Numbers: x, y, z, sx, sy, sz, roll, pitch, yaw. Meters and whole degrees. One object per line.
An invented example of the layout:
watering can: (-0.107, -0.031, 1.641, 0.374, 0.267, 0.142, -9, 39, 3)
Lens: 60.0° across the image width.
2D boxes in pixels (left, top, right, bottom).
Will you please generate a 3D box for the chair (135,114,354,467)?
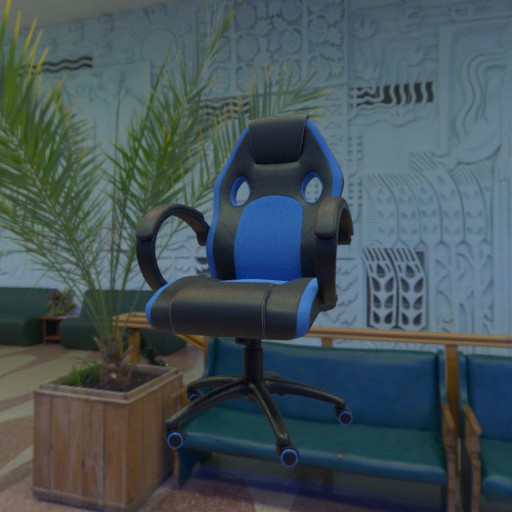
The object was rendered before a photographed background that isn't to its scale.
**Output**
chair: (0.000, 0.000, 1.588, 0.673, 1.187, 0.724, 0, 0, 19)
